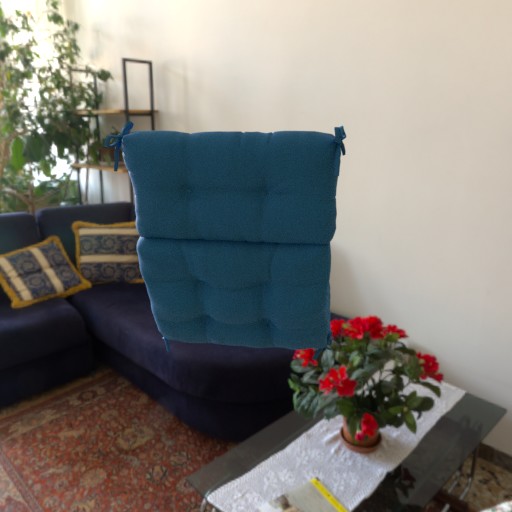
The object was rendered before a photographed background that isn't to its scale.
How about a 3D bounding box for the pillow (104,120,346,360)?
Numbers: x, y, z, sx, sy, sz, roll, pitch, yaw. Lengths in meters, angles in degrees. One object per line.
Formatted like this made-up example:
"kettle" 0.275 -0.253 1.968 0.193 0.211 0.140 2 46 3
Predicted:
"pillow" 0.000 0.000 1.489 0.526 0.863 1.016 3 17 9
